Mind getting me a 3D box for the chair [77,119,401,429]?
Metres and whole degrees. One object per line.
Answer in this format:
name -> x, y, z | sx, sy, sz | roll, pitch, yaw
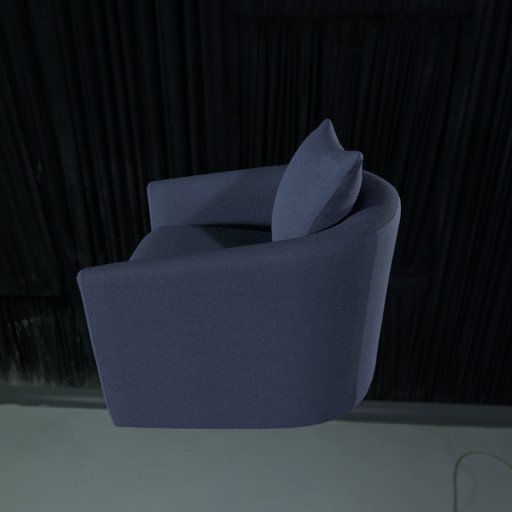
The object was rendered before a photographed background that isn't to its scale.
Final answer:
chair -> 0.000, 0.000, 1.548 | 0.910, 0.848, 0.845 | 0, 26, 1
